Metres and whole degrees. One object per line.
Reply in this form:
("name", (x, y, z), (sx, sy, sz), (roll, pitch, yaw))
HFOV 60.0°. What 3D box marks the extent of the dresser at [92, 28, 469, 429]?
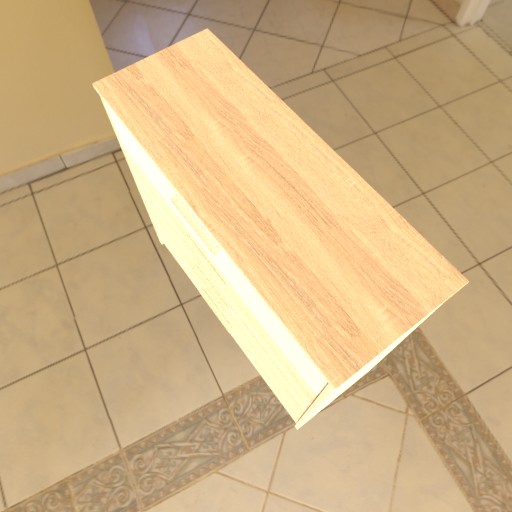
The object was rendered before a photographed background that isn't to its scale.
("dresser", (0.000, 0.000, 1.451), (0.380, 0.900, 0.980), (-34, 68, -15))
